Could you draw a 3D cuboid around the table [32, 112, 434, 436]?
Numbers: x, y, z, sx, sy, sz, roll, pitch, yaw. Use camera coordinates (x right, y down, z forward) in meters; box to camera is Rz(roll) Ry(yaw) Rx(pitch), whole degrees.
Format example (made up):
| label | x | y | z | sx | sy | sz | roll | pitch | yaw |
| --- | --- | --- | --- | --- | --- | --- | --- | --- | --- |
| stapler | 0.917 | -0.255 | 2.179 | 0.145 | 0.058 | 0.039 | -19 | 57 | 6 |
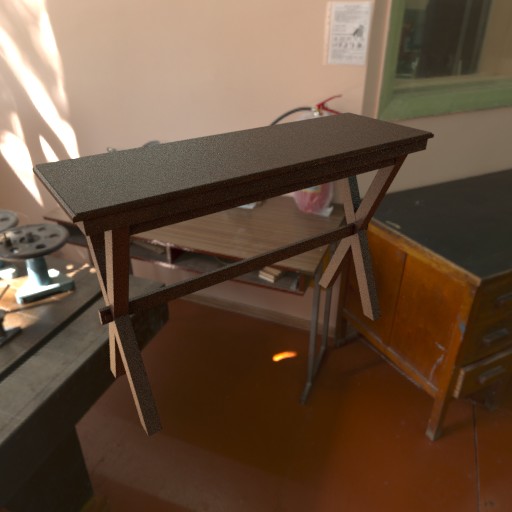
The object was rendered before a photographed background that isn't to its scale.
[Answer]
| label | x | y | z | sx | sy | sz | roll | pitch | yaw |
| --- | --- | --- | --- | --- | --- | --- | --- | --- | --- |
| table | 0.000 | 0.000 | 1.536 | 1.197 | 0.763 | 0.399 | -19 | 35 | -30 |
